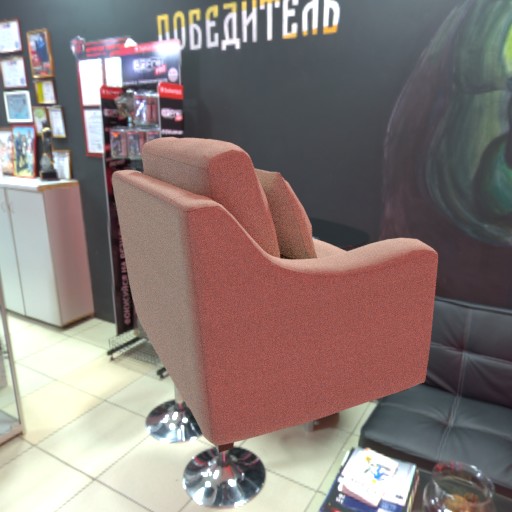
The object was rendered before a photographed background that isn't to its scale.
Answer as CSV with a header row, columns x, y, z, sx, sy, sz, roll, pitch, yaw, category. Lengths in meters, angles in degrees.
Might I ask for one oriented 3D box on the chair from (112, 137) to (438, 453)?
x,y,z,sx,sy,sz,roll,pitch,yaw,category
0.000,0.000,1.964,1.009,1.016,1.178,-8,18,-25,chair
